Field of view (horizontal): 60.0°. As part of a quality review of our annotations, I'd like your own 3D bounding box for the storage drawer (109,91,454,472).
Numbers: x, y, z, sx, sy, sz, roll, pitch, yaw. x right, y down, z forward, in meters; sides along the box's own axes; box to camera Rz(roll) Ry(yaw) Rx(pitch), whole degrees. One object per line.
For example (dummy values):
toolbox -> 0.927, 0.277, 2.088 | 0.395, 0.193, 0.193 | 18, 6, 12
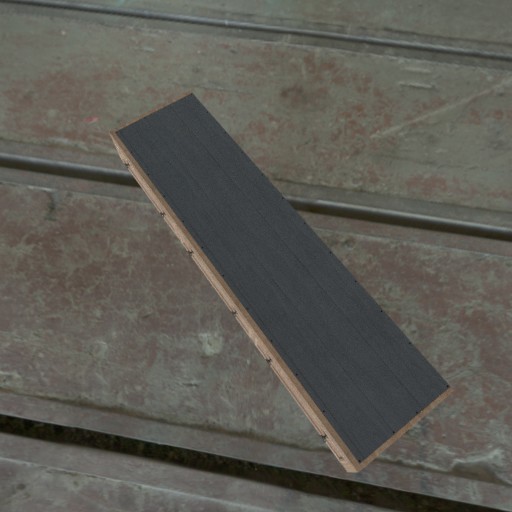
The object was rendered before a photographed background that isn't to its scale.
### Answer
storage drawer -> 0.000, 0.000, 2.217 | 0.538, 0.264, 2.032 | -33, 69, -15
